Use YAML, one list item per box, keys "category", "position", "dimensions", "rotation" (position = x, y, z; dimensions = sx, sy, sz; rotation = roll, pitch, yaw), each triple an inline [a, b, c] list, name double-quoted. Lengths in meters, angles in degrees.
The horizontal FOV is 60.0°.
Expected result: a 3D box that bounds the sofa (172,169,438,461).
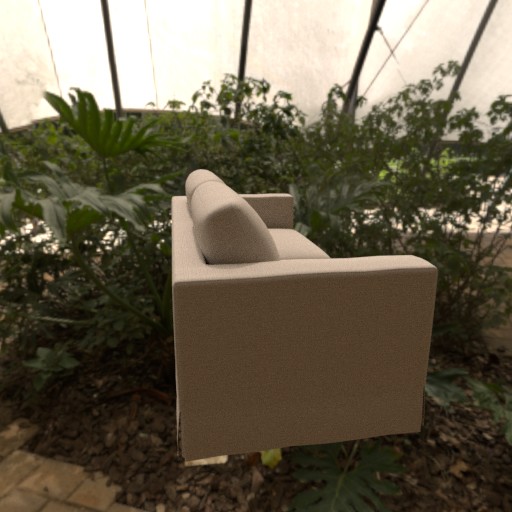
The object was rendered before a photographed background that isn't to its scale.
- category: "sofa"
  position: [0.000, 0.000, 2.547]
  dimensions: [0.954, 0.881, 2.163]
  rotation: [-3, 15, -10]
